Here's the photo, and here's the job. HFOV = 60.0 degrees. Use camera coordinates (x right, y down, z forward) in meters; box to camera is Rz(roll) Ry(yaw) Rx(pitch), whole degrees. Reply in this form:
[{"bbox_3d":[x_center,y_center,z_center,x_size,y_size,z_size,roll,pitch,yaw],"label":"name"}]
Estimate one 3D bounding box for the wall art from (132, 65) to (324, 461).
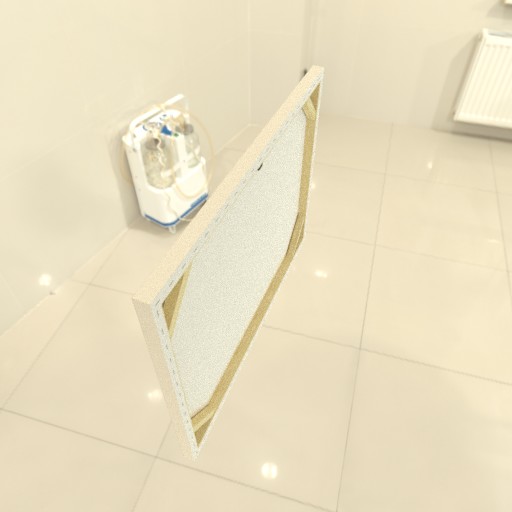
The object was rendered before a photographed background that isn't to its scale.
[{"bbox_3d":[0.000,0.000,1.359,0.038,0.762,1.016,17,49,16],"label":"wall art"}]
